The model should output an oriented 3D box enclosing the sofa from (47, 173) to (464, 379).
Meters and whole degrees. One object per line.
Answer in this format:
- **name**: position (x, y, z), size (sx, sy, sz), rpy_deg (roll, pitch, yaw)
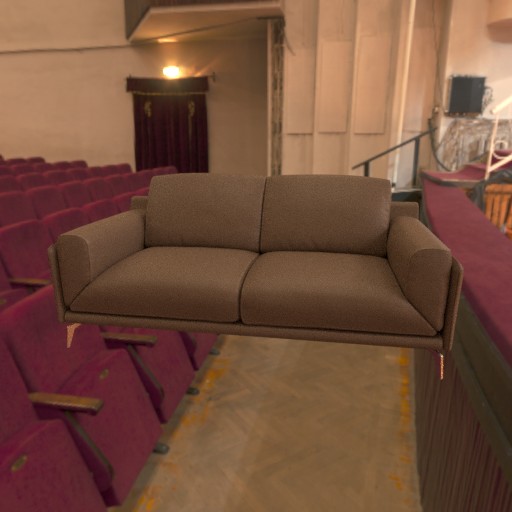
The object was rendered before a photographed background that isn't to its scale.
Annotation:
- **sofa**: position (0.000, 0.000, 2.687), size (2.101, 0.930, 1.049), rpy_deg (2, 15, 10)
